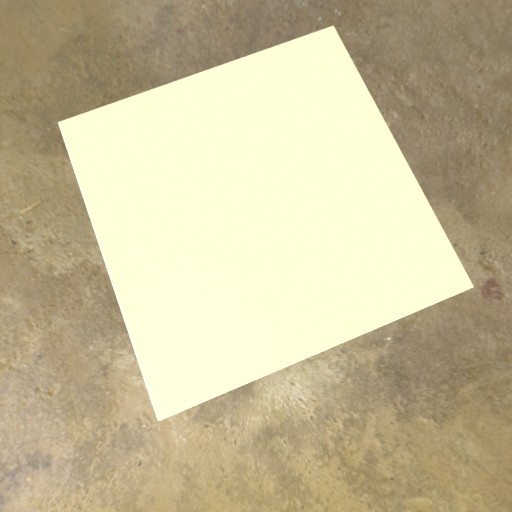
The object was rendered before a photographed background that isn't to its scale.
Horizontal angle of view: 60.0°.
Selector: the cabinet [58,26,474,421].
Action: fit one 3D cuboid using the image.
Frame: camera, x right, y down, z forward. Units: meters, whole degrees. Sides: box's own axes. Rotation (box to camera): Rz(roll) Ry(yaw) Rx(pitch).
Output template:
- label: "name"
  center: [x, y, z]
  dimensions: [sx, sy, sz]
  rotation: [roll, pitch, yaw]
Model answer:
- label: "cabinet"
  center: [0.000, 0.000, 1.132]
  dimensions: [0.544, 0.775, 0.547]
  rotation: [-22, 77, -5]
